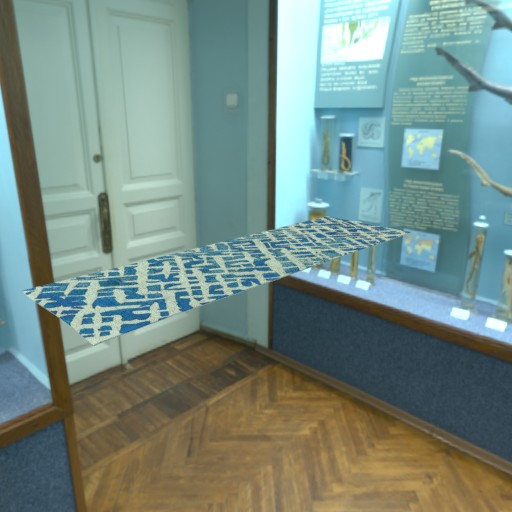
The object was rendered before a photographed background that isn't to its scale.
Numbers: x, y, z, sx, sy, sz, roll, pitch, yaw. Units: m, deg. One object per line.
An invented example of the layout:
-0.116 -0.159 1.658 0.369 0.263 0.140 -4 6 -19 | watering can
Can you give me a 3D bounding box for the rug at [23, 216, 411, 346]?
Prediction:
0.000 0.000 2.716 2.446 0.011 0.768 -16 24 -42 | rug
